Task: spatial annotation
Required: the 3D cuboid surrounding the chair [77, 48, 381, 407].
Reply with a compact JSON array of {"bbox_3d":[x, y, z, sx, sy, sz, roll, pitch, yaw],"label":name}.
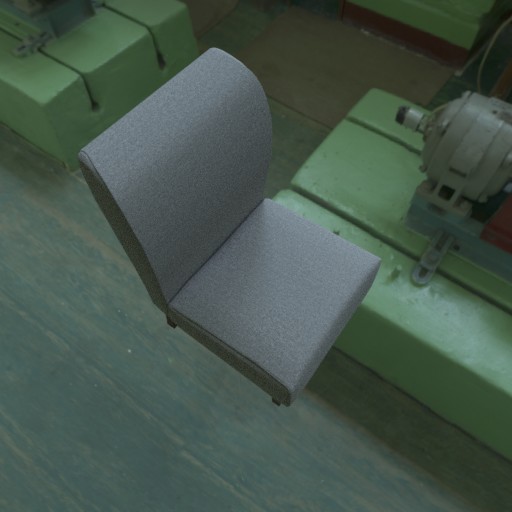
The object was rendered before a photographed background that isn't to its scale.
[{"bbox_3d":[0.000,0.000,1.224,0.592,0.804,0.513,31,64,17],"label":"chair"}]
